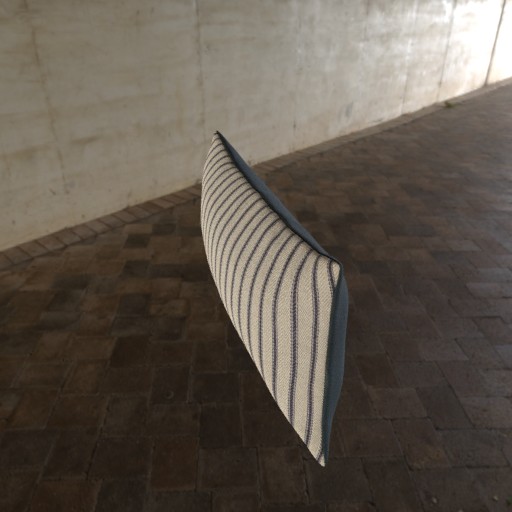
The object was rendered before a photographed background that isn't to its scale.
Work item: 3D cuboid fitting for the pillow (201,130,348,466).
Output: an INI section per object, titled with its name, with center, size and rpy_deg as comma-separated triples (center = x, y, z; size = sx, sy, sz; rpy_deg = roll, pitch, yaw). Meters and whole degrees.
[pillow]
center = 0.000, 0.000, 0.748
size = 0.151, 0.305, 0.609
rpy_deg = -8, 30, -14
